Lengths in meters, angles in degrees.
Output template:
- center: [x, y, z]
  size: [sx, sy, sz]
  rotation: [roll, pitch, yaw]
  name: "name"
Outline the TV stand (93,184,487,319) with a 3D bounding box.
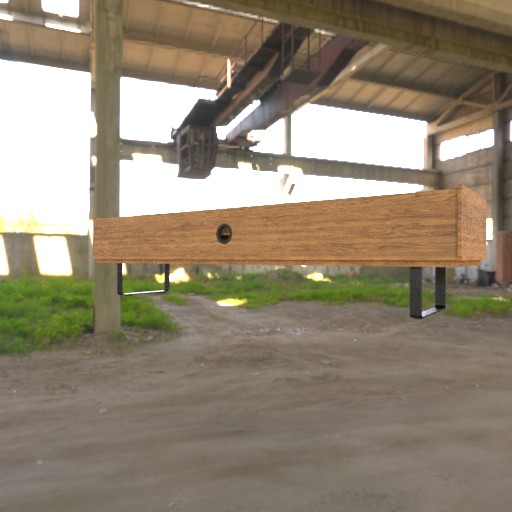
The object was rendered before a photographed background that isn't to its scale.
- center: [0.000, 0.000, 1.994]
  size: [1.796, 0.415, 0.467]
  rotation: [0, 0, 36]
  name: "TV stand"
